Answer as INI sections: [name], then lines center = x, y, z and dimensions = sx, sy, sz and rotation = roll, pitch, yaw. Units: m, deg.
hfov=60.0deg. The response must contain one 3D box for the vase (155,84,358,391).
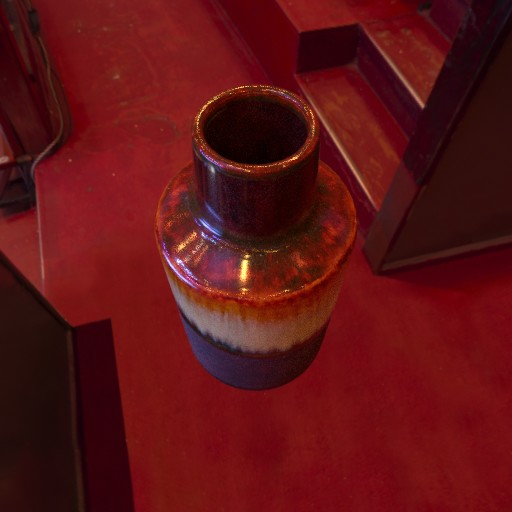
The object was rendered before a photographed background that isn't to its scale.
[vase]
center = 0.000, 0.000, 0.269
dimensions = 0.108, 0.204, 0.108
rotation = 0, 58, 0
